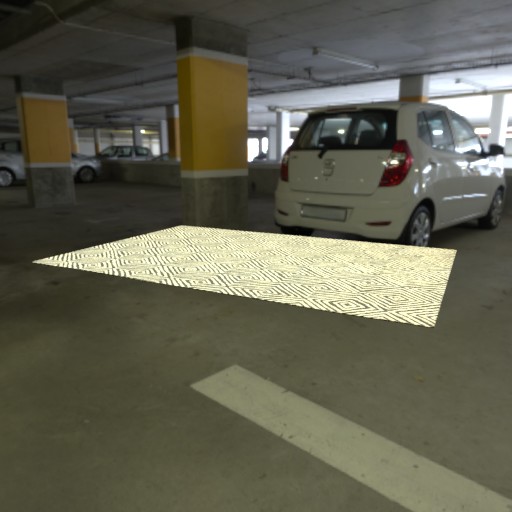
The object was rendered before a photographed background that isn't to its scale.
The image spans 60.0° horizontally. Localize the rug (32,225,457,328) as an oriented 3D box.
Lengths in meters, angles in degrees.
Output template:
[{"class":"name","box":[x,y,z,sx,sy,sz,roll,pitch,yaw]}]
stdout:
[{"class":"rug","box":[0.000,0.000,2.182,1.750,0.004,1.177,7,15,26]}]
